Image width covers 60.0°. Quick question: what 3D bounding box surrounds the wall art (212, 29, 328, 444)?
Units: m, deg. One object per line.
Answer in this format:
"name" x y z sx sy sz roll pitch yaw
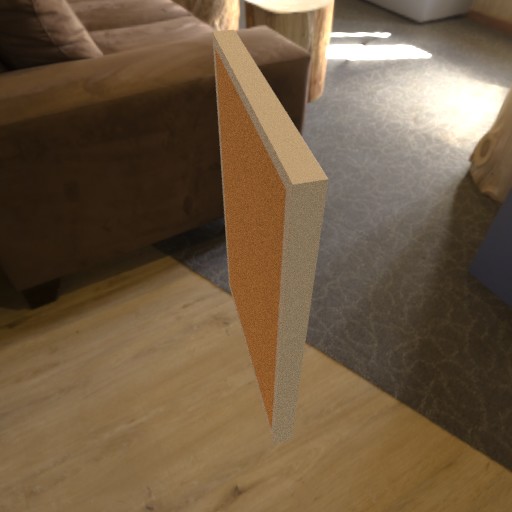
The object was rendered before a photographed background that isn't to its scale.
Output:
"wall art" 0.000 0.000 0.839 0.038 0.657 0.450 -10 46 -10
